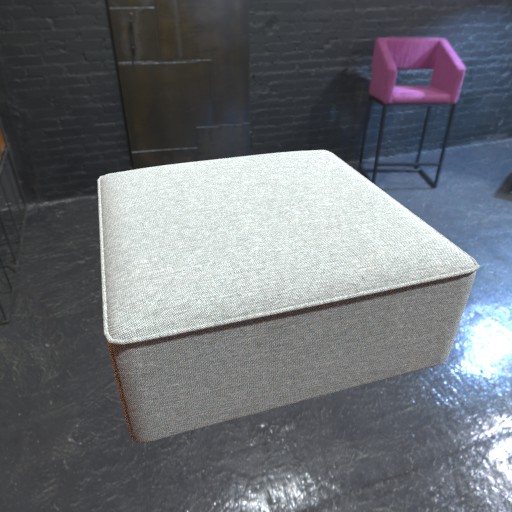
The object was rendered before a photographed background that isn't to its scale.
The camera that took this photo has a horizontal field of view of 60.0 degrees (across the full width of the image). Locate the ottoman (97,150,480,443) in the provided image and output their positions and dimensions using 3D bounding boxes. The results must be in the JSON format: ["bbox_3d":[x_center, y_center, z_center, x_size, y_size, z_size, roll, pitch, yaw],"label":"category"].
[{"bbox_3d":[0.000,0.000,1.575,1.005,0.455,1.005,-10,34,-15],"label":"ottoman"}]
